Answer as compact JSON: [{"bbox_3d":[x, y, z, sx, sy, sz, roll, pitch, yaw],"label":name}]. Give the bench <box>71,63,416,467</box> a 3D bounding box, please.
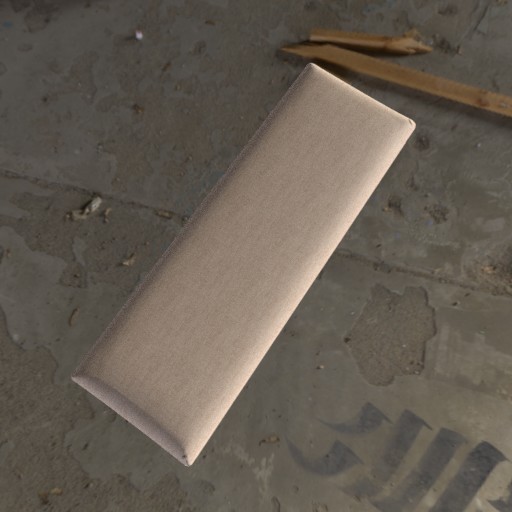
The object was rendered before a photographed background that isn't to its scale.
[{"bbox_3d":[0.000,0.000,1.475,0.410,0.457,1.219,34,78,8],"label":"bench"}]
